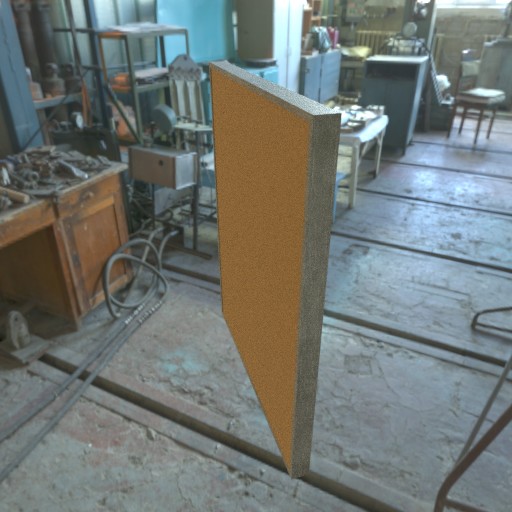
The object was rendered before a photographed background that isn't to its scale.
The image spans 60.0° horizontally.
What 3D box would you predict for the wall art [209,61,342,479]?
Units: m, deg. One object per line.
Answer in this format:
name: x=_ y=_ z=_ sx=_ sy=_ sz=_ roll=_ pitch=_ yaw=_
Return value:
wall art: x=0.000 y=0.000 z=0.698 sx=0.032 sy=0.521 sz=0.421 roll=-9 pitch=31 yaw=-16
